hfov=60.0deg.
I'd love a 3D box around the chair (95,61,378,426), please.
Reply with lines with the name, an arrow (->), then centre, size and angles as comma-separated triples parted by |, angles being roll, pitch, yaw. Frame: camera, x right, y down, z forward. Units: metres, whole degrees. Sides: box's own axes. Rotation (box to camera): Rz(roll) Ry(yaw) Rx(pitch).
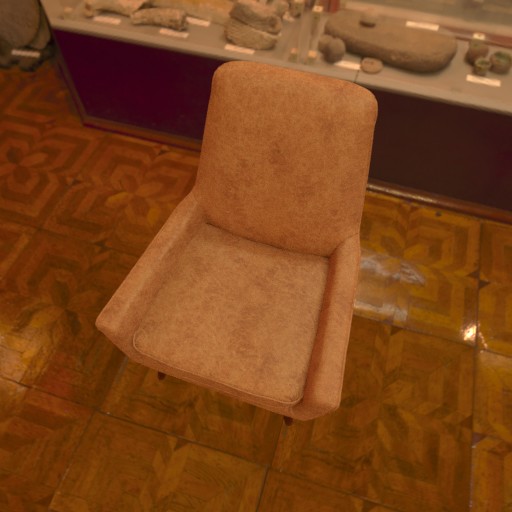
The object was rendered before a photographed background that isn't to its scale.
chair -> 0.000, 0.000, 1.487 | 0.753, 0.883, 0.851 | 16, 59, 10
